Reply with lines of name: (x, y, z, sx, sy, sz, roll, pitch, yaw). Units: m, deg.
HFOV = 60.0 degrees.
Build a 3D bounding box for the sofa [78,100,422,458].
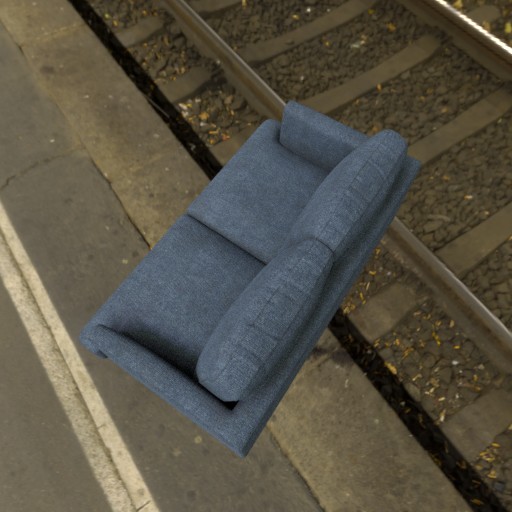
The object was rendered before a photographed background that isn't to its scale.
sofa: (0.000, 0.000, 2.150, 0.903, 0.944, 1.582, 31, 67, 15)
